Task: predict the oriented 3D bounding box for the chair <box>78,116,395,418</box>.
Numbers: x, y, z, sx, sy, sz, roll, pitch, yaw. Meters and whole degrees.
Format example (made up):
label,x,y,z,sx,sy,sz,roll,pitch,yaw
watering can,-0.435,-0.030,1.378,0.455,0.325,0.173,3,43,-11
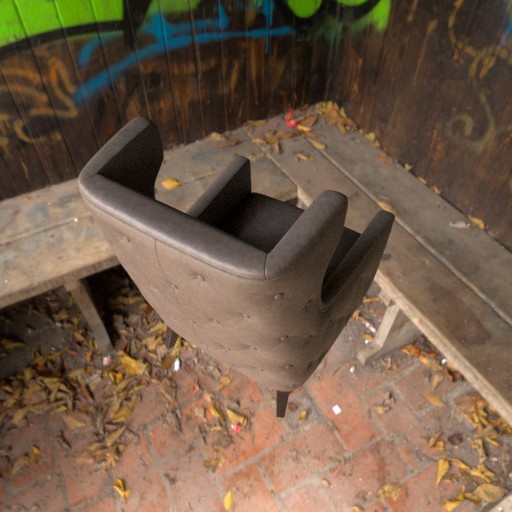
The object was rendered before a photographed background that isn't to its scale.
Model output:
label,x,y,z,sx,sy,sz,roll,pitch,yaw
chair,0.000,0.000,1.658,0.769,1.079,0.899,25,53,21
